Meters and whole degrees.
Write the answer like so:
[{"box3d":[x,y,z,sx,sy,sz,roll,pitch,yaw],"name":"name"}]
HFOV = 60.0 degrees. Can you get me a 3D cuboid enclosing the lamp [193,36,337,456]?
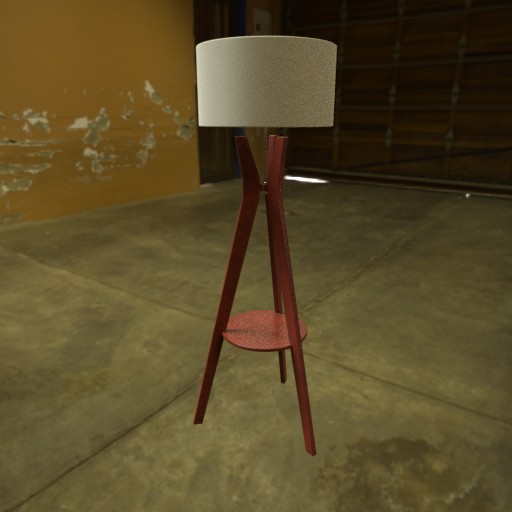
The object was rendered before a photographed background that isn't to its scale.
[{"box3d":[0.000,0.000,1.716,0.542,1.472,0.539,-3,17,-9],"name":"lamp"}]
